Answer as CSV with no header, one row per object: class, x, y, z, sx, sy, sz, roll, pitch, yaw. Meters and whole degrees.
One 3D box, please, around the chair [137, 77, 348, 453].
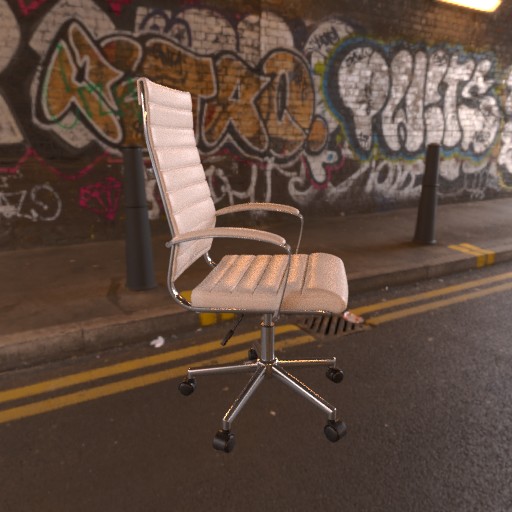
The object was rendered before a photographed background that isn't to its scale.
chair,0.000,0.000,1.576,0.679,1.149,0.679,2,15,9
